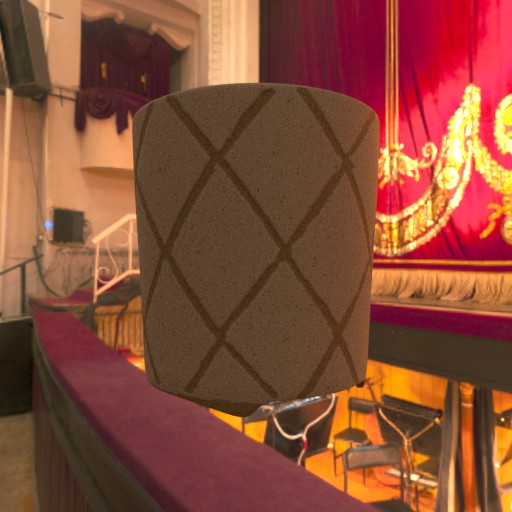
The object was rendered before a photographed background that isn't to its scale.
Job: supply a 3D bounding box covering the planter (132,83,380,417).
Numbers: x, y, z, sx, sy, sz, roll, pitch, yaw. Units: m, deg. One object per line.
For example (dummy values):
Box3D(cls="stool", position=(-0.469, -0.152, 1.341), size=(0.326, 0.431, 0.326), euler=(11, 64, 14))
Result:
Box3D(cls="planter", position=(0.000, 0.000, 0.351), size=(0.191, 0.199, 0.191), euler=(0, -1, 0))
